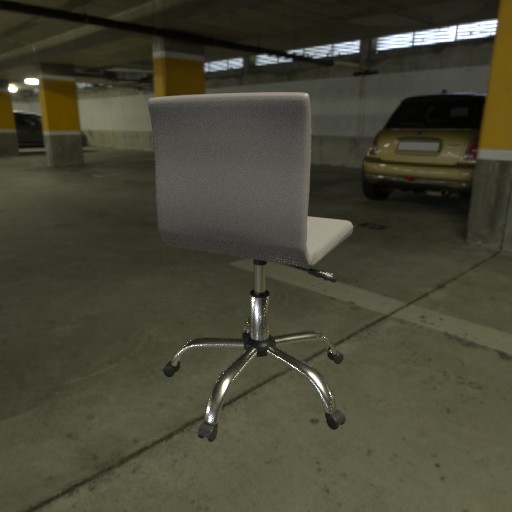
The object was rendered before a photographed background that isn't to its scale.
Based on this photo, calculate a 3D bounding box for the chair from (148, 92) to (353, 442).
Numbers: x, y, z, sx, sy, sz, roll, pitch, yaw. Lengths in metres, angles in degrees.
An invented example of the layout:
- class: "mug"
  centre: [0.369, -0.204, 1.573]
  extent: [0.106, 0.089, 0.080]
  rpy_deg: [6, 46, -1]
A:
- class: "chair"
  centre: [0.000, 0.000, 1.155]
  extent: [0.556, 0.780, 0.530]
  rpy_deg: [9, 19, 27]
